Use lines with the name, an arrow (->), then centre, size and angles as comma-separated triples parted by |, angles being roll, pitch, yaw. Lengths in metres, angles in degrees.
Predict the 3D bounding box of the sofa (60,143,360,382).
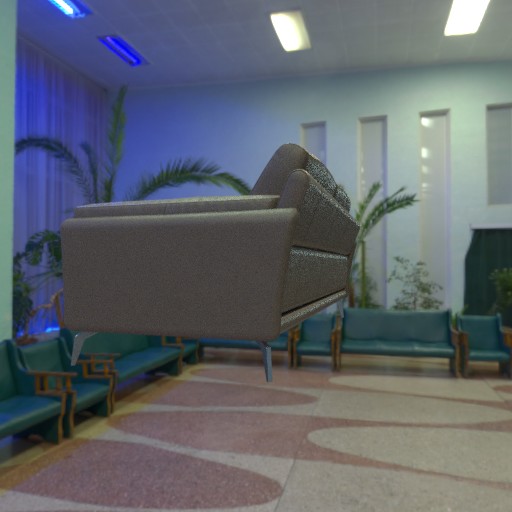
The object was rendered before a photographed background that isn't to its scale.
sofa -> 0.000, 0.000, 2.646 | 1.049, 0.930, 2.101 | 0, -1, 18
